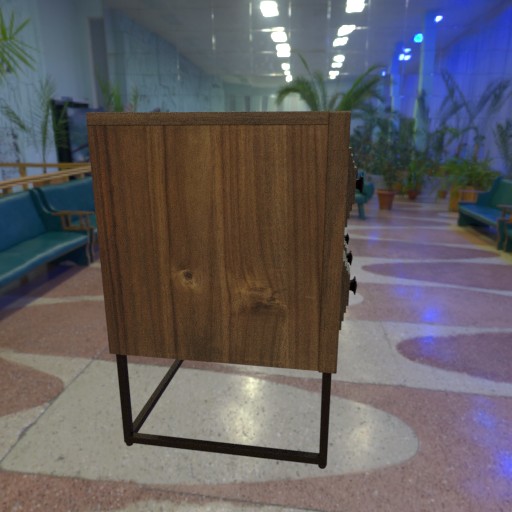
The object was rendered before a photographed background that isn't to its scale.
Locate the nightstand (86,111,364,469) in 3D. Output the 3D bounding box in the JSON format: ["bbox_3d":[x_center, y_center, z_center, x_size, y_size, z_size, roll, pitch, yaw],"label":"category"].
[{"bbox_3d":[0.000,0.000,1.022,0.437,0.610,0.610,3,16,9],"label":"nightstand"}]
